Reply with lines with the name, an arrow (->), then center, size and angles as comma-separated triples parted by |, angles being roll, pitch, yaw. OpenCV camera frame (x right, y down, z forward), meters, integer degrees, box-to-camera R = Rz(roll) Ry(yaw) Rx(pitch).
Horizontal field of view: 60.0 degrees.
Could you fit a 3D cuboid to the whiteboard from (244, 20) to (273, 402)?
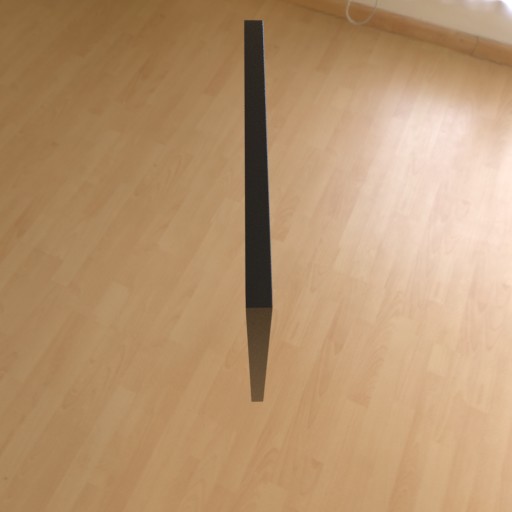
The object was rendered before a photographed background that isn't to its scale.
whiteboard -> 0.000, 0.000, 0.778 | 0.026, 0.611, 0.406 | -1, 64, 0
